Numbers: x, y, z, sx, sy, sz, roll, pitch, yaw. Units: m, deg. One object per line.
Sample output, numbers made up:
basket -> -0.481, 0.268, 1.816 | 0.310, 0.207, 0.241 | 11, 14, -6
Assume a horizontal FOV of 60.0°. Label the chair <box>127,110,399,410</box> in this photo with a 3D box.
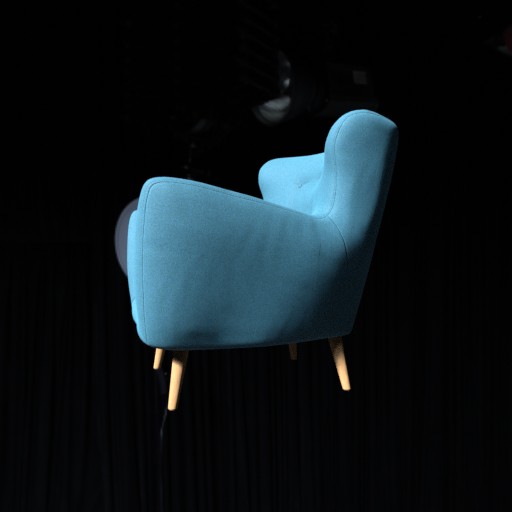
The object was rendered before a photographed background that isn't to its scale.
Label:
chair -> 0.000, 0.000, 1.624 | 0.889, 0.889, 0.890 | 0, 0, -18
